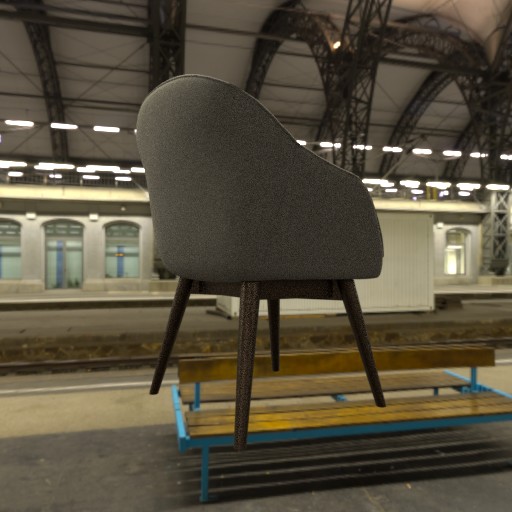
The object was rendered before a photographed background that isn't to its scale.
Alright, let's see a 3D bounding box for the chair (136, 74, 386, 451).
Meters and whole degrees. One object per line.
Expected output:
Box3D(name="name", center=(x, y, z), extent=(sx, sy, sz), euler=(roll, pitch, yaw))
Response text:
Box3D(name="chair", center=(0.000, 0.000, 1.240), extent=(0.611, 0.810, 0.589), euler=(0, 0, -35))
